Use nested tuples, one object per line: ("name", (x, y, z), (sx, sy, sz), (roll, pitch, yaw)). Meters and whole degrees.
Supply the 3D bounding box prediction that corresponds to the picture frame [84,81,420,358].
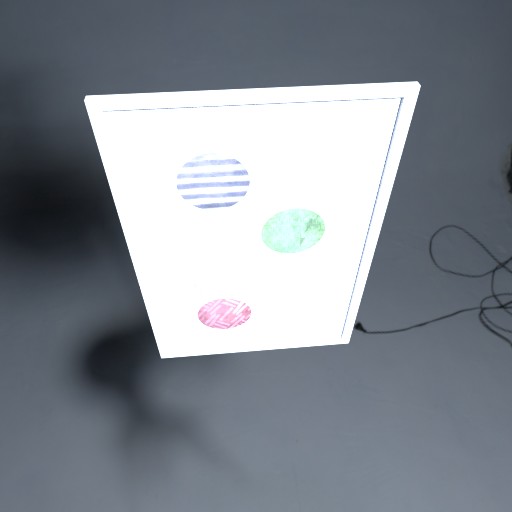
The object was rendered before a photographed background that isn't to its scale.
("picture frame", (0.000, 0.000, 0.844), (0.457, 0.657, 0.013), (-4, 47, -4))
